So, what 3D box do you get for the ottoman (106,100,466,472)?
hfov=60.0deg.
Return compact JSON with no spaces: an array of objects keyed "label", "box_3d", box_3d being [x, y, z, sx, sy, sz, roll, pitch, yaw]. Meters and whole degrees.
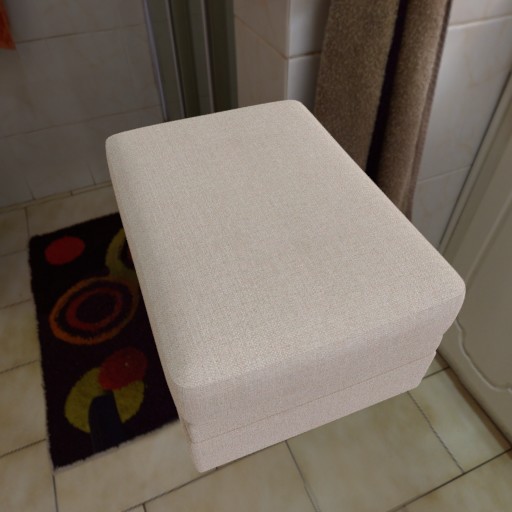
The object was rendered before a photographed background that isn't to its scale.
[{"label":"ottoman","box_3d":[0.000,0.000,1.223,0.637,0.478,0.885,-16,49,-14]}]
